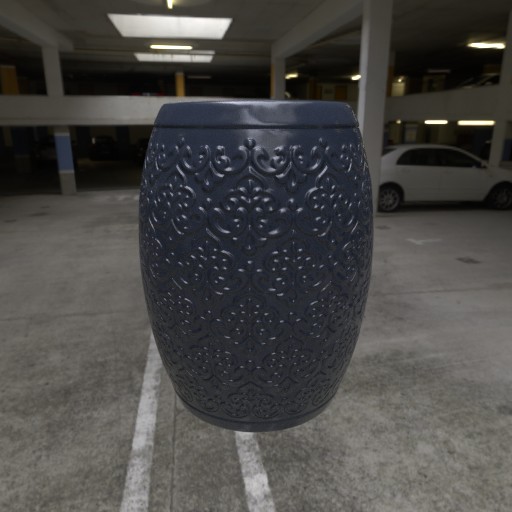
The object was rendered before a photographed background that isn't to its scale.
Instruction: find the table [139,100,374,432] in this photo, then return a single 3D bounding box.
[{"bbox_3d":[0.000,0.000,0.609,0.309,0.397,0.309,0,17,0],"label":"table"}]
